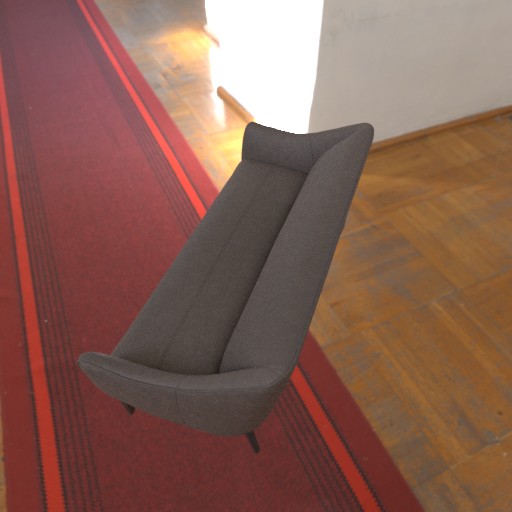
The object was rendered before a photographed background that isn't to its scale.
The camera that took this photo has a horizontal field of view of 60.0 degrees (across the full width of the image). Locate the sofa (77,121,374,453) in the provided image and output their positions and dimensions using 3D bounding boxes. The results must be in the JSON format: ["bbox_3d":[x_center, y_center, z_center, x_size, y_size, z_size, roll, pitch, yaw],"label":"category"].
[{"bbox_3d":[0.000,0.000,2.403,0.869,0.831,1.928,15,49,14],"label":"sofa"}]
